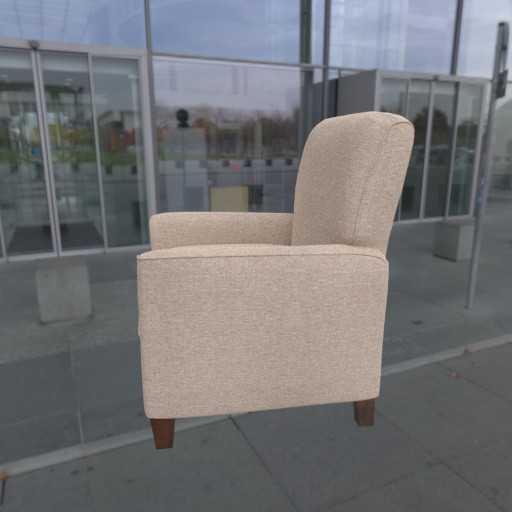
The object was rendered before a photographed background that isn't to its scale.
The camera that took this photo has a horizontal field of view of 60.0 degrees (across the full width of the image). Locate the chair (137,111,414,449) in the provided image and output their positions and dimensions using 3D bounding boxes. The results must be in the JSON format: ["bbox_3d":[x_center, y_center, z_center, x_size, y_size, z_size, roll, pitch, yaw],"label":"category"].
[{"bbox_3d":[0.000,0.000,1.674,0.858,1.028,0.841,-2,14,-10],"label":"chair"}]
